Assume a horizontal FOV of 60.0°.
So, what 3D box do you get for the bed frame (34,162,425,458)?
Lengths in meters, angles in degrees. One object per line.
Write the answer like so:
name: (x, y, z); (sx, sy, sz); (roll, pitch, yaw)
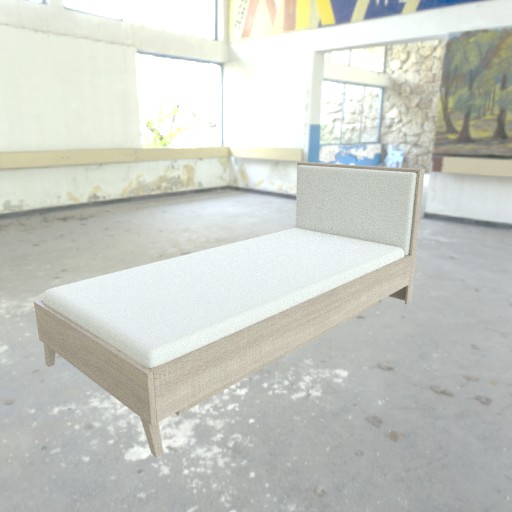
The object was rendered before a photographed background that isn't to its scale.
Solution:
bed frame: (0.000, 0.000, 2.575); (0.990, 0.920, 2.140); (14, 21, 41)
